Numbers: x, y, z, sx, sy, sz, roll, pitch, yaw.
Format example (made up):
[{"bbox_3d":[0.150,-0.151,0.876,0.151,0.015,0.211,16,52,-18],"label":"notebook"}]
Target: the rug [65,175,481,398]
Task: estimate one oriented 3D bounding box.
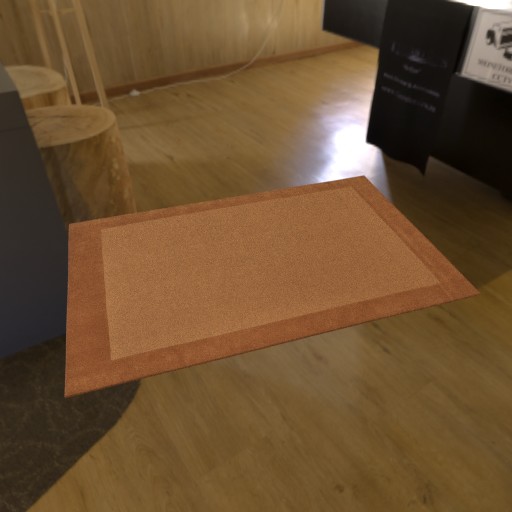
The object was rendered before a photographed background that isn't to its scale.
[{"bbox_3d":[0.000,0.000,3.014,2.438,0.014,1.524,-11,41,-13],"label":"rug"}]
